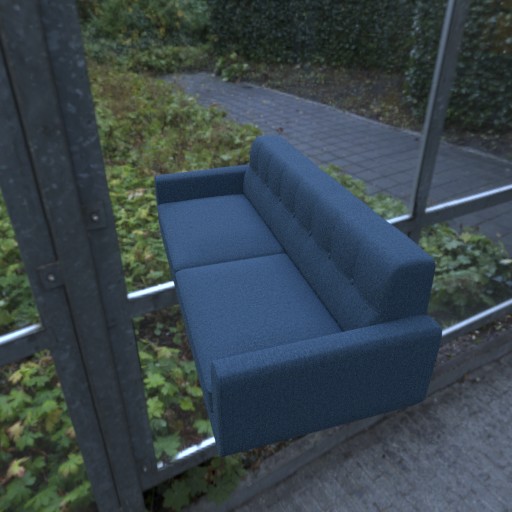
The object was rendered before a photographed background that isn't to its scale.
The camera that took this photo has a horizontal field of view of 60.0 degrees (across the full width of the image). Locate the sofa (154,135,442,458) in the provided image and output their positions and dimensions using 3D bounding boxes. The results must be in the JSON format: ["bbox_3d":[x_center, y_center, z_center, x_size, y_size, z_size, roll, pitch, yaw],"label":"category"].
[{"bbox_3d":[0.000,0.000,2.545,0.942,0.884,2.055,-9,32,-15],"label":"sofa"}]
